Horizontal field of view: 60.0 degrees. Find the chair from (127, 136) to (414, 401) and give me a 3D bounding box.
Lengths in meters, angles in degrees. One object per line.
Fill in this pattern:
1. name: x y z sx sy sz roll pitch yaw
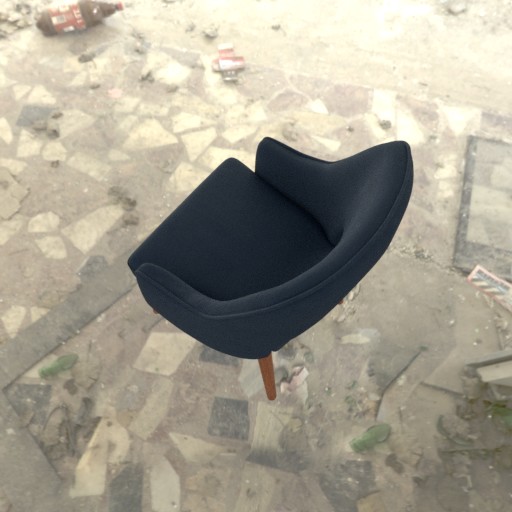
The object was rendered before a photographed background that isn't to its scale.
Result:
1. chair: 0.000 0.000 1.212 0.591 0.844 0.559 34 68 16
